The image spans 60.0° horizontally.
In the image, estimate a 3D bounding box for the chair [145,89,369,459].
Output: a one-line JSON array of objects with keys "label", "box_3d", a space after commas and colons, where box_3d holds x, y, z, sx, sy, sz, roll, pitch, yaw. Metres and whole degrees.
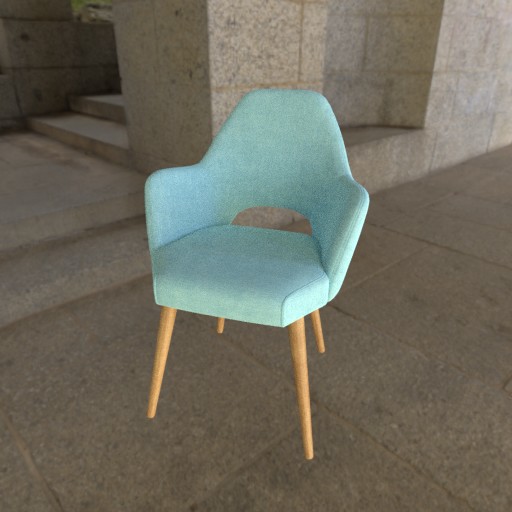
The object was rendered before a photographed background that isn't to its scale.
[{"label": "chair", "box_3d": [0.000, 0.000, 1.257, 0.590, 0.840, 0.610, 8, 27, 16]}]
